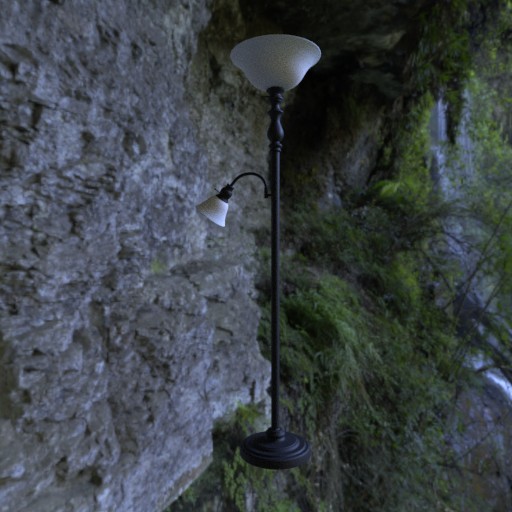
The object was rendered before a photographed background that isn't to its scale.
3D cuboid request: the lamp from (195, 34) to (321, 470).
[{"bbox_3d":[0.000,0.000,2.026,0.588,1.793,0.405,0,0,18],"label":"lamp"}]
